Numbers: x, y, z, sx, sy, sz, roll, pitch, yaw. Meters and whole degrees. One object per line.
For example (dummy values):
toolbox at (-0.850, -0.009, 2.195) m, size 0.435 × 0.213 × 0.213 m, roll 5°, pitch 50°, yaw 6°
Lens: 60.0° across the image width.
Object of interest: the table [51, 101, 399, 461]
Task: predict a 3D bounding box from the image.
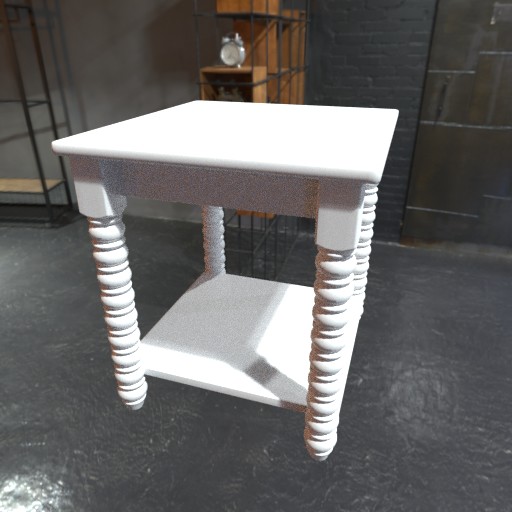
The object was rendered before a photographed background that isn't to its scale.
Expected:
table at (0.000, 0.000, 0.963) m, size 0.500 × 0.563 × 0.533 m, roll 8°, pitch 27°, yaw 16°
